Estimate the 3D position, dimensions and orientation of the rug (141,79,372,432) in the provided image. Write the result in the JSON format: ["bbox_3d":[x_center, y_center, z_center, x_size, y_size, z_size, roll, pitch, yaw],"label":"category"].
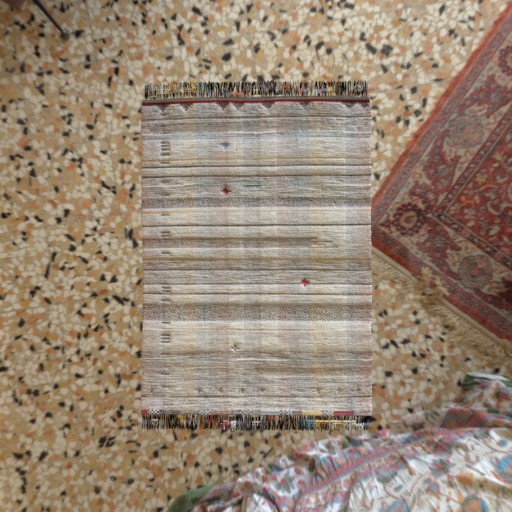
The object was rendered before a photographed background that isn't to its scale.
[{"bbox_3d":[0.000,0.000,2.324,1.217,0.012,1.848,0,90,1],"label":"rug"}]
